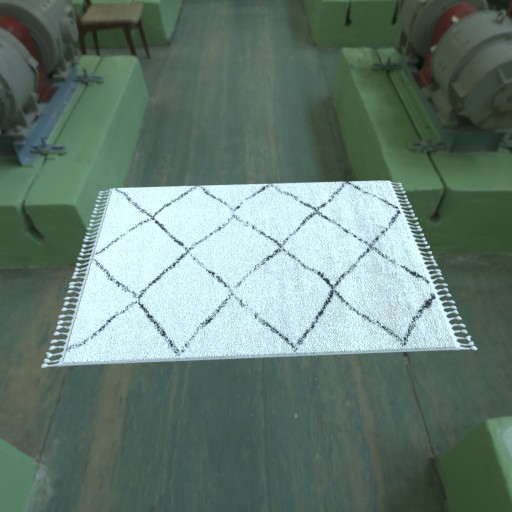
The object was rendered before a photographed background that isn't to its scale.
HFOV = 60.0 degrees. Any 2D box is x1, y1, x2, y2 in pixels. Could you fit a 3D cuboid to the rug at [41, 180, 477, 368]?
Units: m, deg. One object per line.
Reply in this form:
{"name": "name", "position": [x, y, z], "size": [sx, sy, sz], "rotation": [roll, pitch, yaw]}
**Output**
{"name": "rug", "position": [0.000, 0.000, 2.848], "size": [2.307, 0.031, 1.494], "rotation": [-2, 46, -2]}
